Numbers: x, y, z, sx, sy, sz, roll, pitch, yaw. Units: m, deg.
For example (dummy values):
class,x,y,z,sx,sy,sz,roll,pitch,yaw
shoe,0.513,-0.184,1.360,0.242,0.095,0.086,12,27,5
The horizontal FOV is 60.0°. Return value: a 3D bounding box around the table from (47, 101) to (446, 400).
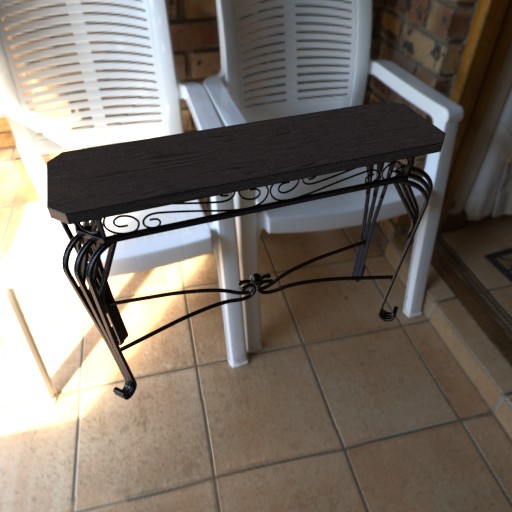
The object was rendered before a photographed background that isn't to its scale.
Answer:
class,x,y,z,sx,sy,sz,roll,pitch,yaw
table,0.000,0.000,1.473,1.112,0.800,0.329,-13,44,-14
